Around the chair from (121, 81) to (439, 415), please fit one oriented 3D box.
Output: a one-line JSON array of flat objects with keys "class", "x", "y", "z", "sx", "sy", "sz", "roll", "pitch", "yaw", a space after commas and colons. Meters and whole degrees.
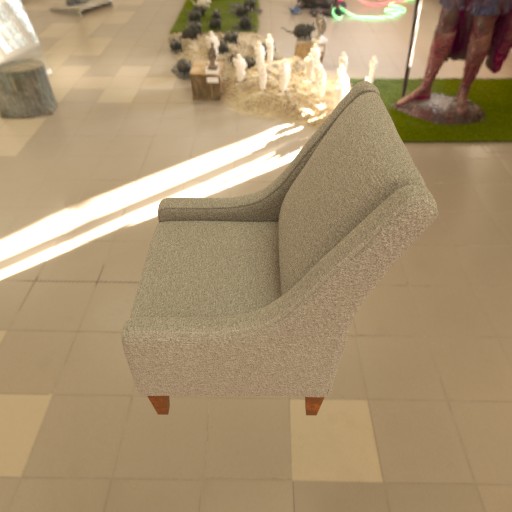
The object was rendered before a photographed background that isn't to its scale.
[{"class": "chair", "x": 0.000, "y": 0.000, "z": 1.625, "sx": 0.870, "sy": 1.016, "sz": 0.774, "roll": 0, "pitch": 42, "yaw": 0}]
